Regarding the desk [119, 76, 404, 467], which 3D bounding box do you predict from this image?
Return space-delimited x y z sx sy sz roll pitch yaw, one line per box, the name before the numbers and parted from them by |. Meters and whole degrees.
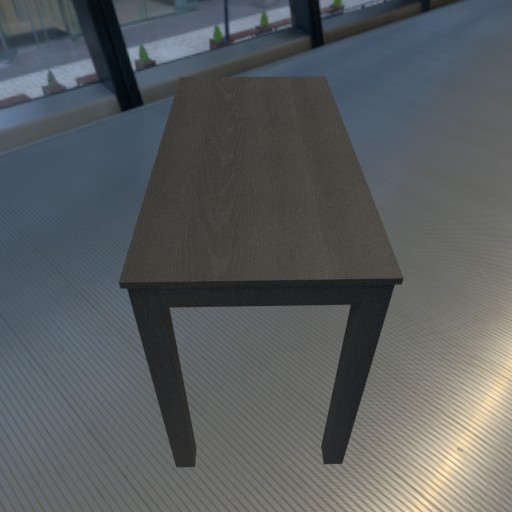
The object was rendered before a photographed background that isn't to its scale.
desk | 0.000 0.000 1.398 0.499 0.762 0.991 -1 41 -1
